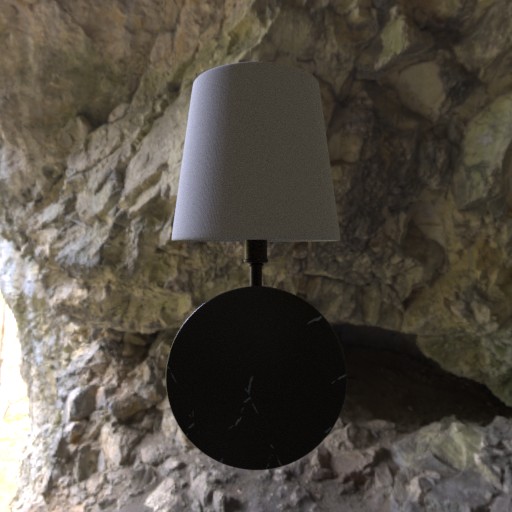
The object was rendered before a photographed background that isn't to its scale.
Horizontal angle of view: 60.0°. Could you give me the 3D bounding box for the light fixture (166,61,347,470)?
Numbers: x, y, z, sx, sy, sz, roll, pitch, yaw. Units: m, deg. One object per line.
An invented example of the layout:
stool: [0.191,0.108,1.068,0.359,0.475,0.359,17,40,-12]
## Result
light fixture: [0.000,0.000,0.441,0.168,0.337,0.188,0,1,0]
